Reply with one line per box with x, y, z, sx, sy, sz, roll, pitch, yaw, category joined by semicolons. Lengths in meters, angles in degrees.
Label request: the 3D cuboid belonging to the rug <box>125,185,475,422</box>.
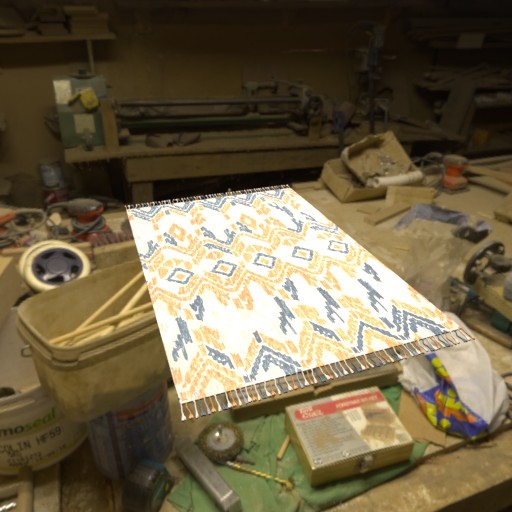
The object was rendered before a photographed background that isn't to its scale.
0.000;0.000;3.043;1.533;0.010;2.428;-10;31;-17;rug
